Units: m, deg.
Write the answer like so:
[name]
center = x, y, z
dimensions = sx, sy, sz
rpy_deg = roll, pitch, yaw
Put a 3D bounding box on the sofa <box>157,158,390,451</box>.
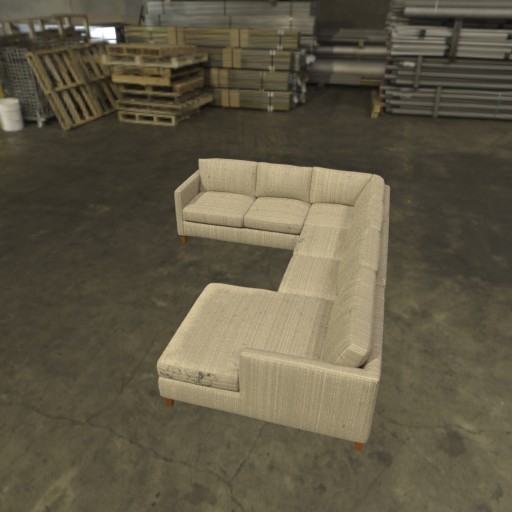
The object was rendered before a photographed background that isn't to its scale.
[sofa]
center = 0.000, 0.000, 4.601
dimensions = 2.594, 0.961, 3.460
rpy_deg = 8, 32, 13
